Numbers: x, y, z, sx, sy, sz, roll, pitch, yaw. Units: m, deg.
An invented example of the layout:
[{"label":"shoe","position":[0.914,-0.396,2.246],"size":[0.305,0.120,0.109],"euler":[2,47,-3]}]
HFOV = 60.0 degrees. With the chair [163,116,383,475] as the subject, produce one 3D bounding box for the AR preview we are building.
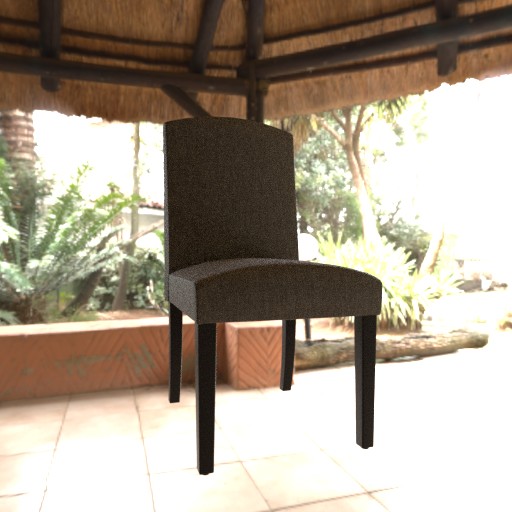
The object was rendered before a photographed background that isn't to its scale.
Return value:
[{"label":"chair","position":[0.000,0.000,1.228],"size":[0.451,0.917,0.580],"euler":[0,0,-19]}]
